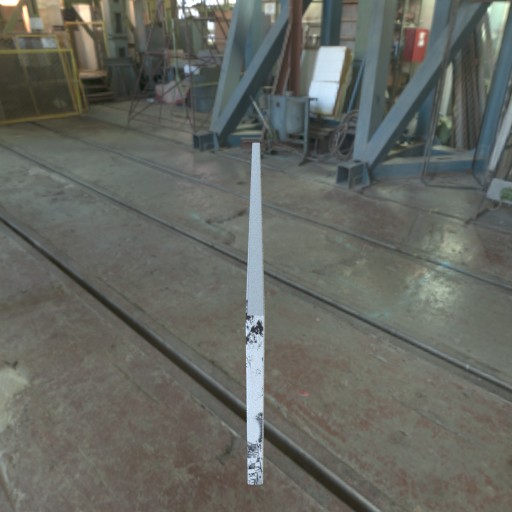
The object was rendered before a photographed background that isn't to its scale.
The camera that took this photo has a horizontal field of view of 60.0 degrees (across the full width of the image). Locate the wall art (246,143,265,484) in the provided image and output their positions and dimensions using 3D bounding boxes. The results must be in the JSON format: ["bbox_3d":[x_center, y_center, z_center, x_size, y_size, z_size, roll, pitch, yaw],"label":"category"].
[{"bbox_3d":[0.000,0.000,1.669,0.039,0.507,1.520,0,27,0],"label":"wall art"}]
